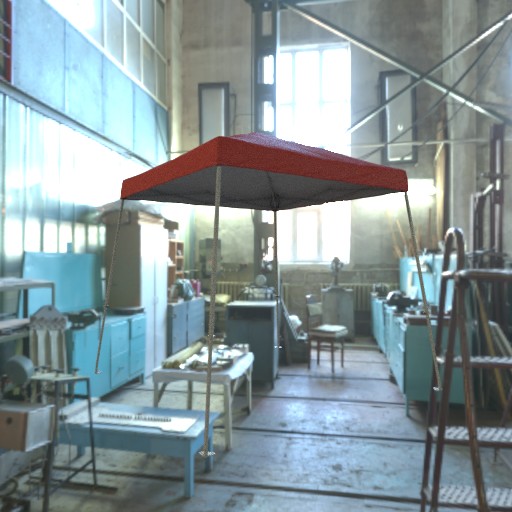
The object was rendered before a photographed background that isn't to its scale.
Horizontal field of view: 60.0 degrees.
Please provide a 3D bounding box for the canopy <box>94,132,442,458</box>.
[{"bbox_3d":[0.000,0.000,6.418,3.599,3.600,3.600,0,-1,-35],"label":"canopy"}]
